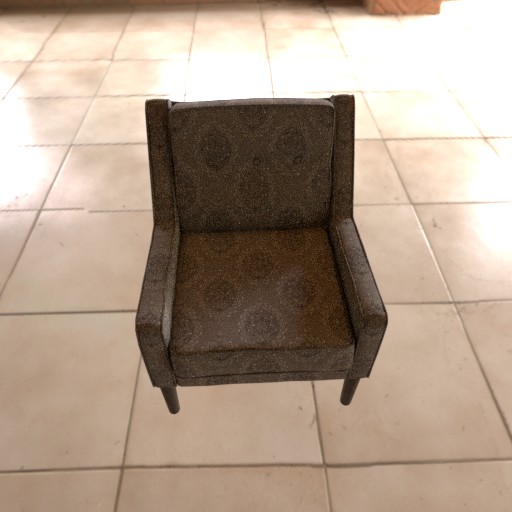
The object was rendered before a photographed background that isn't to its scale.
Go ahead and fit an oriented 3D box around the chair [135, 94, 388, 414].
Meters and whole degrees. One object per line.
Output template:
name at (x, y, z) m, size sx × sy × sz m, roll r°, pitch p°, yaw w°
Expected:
chair at (0.000, 0.000, 1.414) m, size 0.665 × 0.797 × 0.750 m, roll -2°, pitch 46°, yaw -2°
